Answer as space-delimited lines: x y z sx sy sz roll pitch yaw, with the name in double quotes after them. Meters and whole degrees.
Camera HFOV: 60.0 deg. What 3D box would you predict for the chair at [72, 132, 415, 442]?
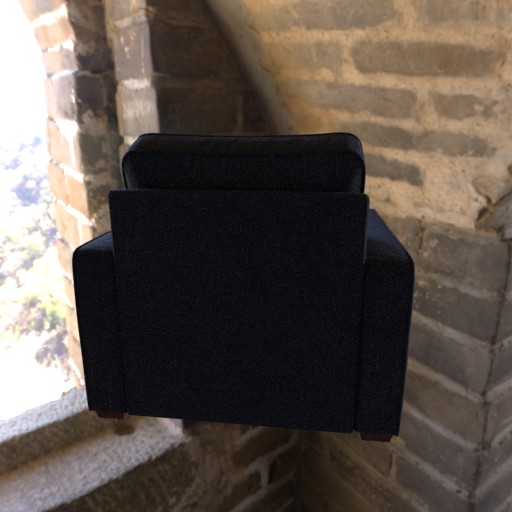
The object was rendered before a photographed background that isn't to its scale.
0.000 0.000 1.709 1.017 0.919 0.940 2 16 7 "chair"
